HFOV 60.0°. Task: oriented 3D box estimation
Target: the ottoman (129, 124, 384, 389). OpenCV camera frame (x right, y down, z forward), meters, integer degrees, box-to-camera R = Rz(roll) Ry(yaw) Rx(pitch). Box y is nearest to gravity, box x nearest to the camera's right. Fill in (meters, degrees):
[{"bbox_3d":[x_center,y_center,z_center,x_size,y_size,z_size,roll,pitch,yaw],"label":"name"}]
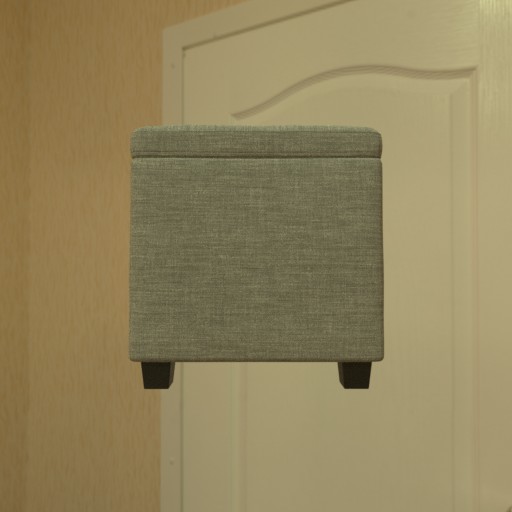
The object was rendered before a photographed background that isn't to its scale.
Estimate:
[{"bbox_3d":[0.000,0.000,1.123,0.419,0.432,0.902,0,-1,0],"label":"ottoman"}]
